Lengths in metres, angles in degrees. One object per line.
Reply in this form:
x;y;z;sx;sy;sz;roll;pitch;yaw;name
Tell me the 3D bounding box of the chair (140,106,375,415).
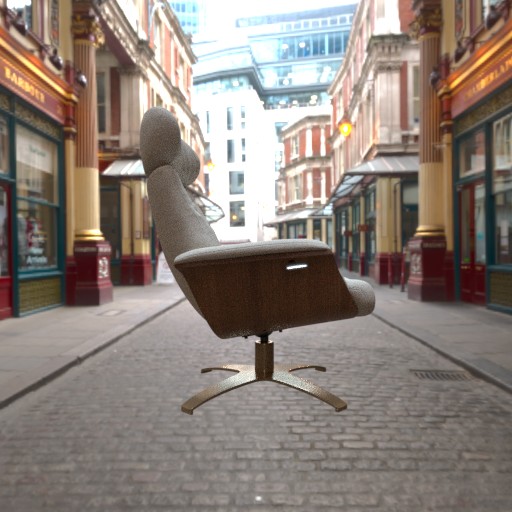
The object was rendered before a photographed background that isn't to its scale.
0.000;0.000;1.659;0.837;0.995;0.785;0;0;0;chair
